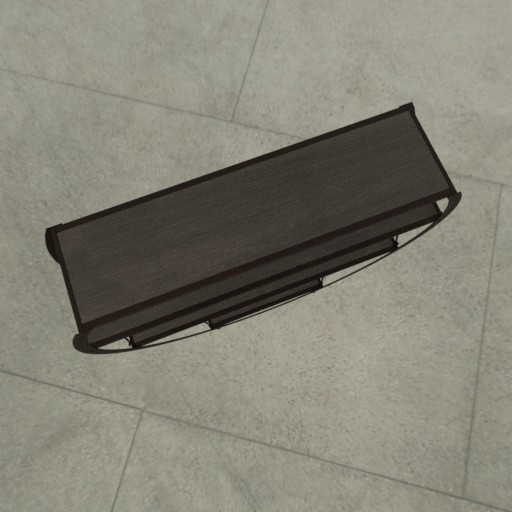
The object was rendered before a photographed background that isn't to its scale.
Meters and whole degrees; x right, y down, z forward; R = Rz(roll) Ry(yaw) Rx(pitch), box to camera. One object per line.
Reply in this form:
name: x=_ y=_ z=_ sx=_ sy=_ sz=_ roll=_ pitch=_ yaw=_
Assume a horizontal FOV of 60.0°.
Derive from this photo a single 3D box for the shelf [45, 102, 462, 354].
shelf: x=0.000 y=0.000 z=1.853 sx=1.403 sy=1.063 sz=0.344 roll=-20 pitch=76 yaw=-5
